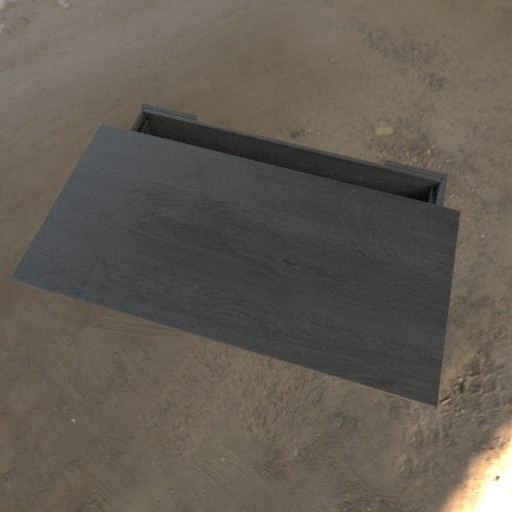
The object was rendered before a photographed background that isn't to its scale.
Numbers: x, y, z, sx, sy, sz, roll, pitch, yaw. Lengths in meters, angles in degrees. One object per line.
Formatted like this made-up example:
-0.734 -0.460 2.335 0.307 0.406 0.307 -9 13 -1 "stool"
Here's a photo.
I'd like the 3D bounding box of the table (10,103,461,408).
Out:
0.000 0.000 1.384 1.000 0.570 0.711 15 65 7 "table"
